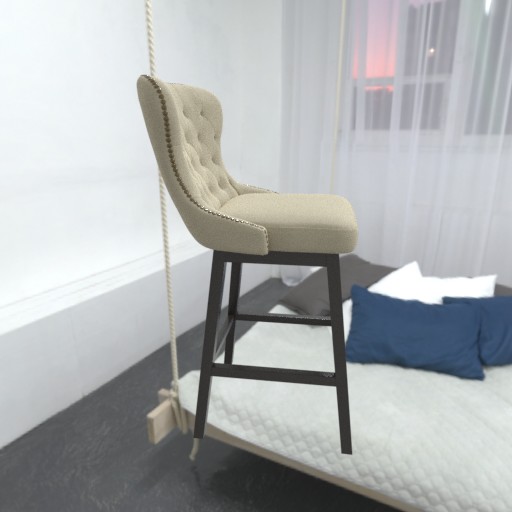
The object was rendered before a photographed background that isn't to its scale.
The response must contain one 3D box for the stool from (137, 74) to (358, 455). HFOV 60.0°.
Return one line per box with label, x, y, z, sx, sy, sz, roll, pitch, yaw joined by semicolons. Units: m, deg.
stool;0.000;0.000;1.302;0.593;0.971;0.528;3;17;8
